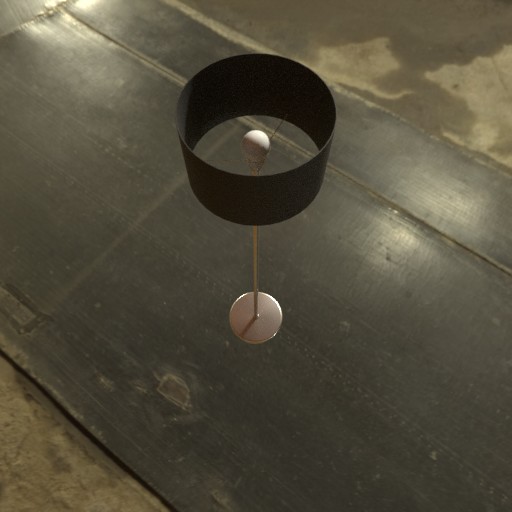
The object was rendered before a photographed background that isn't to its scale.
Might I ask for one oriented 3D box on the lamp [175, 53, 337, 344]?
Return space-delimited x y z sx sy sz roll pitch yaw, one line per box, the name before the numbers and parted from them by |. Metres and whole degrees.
lamp | 0.000 0.000 1.601 0.348 1.443 0.348 -1 64 0
